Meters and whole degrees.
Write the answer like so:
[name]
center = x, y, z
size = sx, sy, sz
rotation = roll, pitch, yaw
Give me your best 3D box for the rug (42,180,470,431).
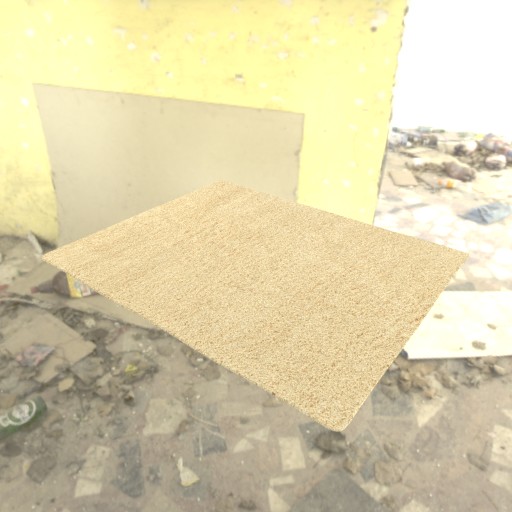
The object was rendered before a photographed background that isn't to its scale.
[rug]
center = 0.000, 0.000, 3.947
size = 3.001, 0.025, 2.401
rotation = 22, 37, 32
